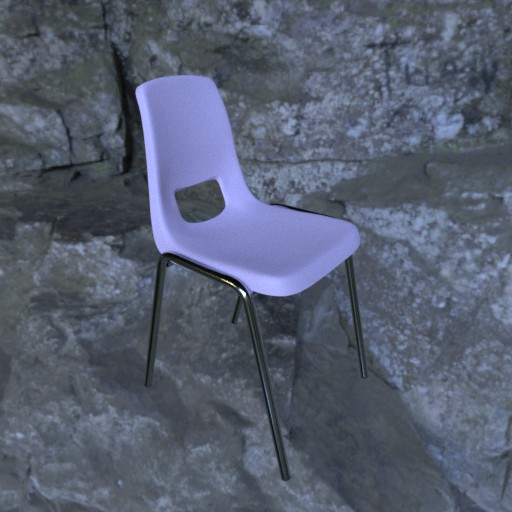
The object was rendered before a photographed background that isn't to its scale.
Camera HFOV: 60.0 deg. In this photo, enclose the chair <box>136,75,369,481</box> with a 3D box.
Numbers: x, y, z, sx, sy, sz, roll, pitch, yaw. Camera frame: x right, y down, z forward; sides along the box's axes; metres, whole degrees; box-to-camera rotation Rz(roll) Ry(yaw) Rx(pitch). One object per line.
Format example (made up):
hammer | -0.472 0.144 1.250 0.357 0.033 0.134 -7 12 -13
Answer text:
chair | 0.000 0.000 0.953 0.436 0.704 0.381 18 31 33
